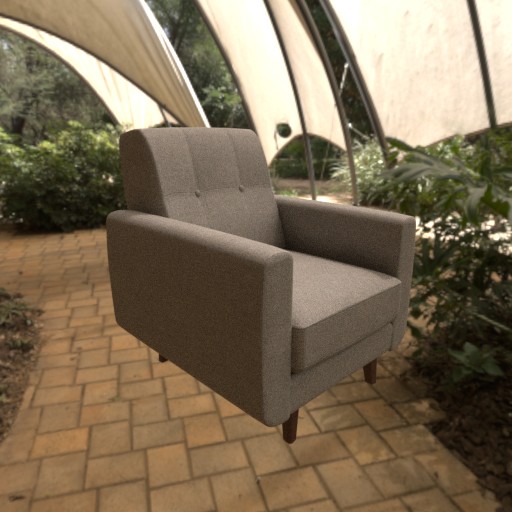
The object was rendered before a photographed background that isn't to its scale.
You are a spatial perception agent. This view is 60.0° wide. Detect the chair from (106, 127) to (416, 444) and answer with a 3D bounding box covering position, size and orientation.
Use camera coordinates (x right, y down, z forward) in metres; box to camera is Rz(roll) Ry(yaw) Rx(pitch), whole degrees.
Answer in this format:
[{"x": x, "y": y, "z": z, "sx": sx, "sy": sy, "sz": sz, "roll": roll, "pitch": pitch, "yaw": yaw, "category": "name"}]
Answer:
[{"x": 0.000, "y": 0.000, "z": 1.725, "sx": 0.845, "sy": 0.968, "sz": 0.942, "roll": -15, "pitch": 21, "yaw": -43, "category": "chair"}]
